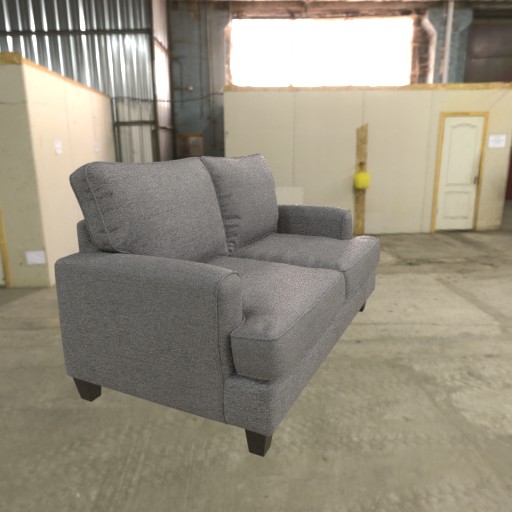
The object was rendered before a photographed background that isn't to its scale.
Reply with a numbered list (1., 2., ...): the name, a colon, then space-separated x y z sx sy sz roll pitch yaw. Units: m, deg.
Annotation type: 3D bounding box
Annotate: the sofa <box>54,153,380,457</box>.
1. sofa: 0.000 0.000 2.210 0.965 0.965 1.651 7 16 25
